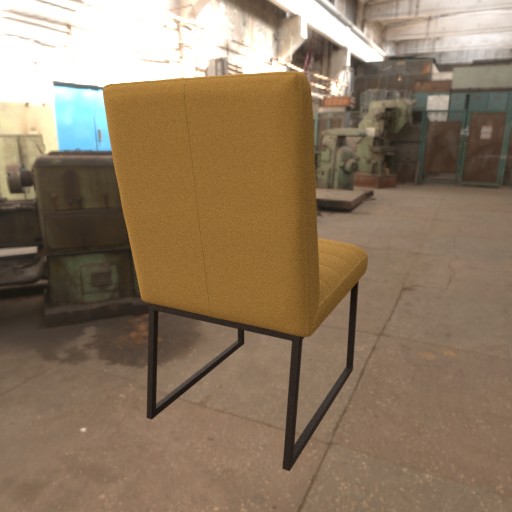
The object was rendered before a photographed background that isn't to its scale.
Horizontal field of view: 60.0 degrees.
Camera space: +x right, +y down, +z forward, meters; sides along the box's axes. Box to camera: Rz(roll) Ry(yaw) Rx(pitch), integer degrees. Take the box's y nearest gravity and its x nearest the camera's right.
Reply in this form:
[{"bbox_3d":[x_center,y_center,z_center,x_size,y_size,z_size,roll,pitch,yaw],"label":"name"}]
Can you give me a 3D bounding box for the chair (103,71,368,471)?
[{"bbox_3d":[0.000,0.000,1.303,0.520,0.930,0.634,8,17,27],"label":"chair"}]
